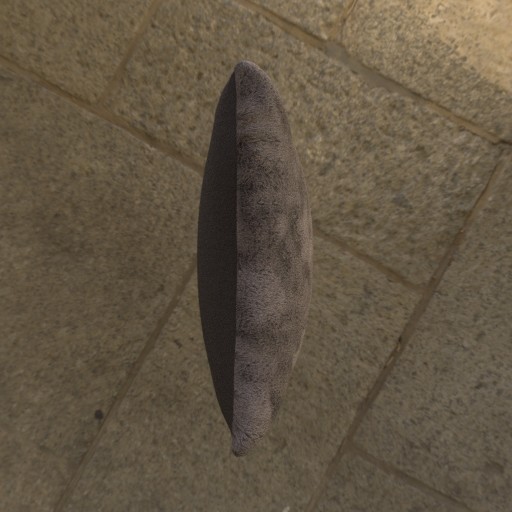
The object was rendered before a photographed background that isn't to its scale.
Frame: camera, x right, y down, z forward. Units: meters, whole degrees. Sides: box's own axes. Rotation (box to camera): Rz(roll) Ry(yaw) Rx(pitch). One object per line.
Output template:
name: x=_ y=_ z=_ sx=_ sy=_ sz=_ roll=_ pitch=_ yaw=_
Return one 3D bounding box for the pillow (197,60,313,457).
pillow: x=0.000 y=0.000 z=0.811 sx=0.204 sy=0.520 sz=0.522 roll=0 pitch=89 yaw=1
